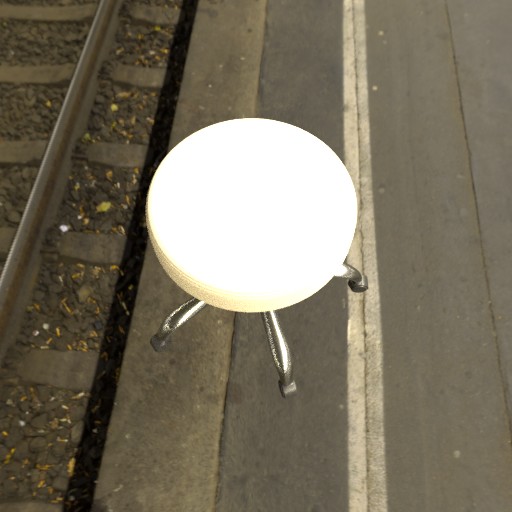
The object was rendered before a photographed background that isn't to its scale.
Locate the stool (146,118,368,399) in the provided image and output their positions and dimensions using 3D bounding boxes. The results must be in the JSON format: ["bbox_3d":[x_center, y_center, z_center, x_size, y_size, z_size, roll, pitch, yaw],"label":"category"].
[{"bbox_3d":[0.000,0.000,1.065,0.634,0.482,0.614,-15,64,-7],"label":"stool"}]
